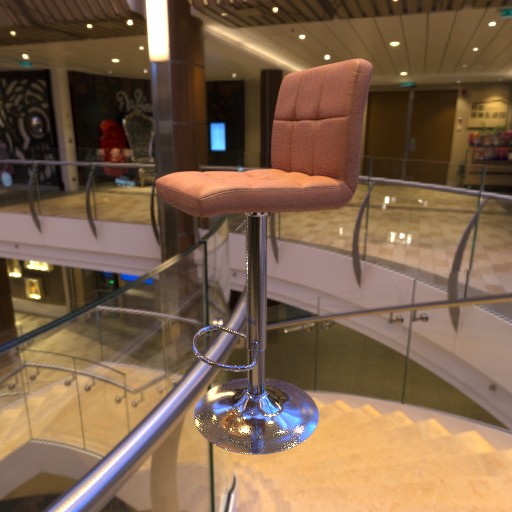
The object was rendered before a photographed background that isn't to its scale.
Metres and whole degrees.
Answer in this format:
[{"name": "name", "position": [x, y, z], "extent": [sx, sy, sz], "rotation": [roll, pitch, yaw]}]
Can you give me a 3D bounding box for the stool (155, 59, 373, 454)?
[{"name": "stool", "position": [0.000, 0.000, 1.369], "extent": [0.505, 1.115, 0.430], "rotation": [-8, 17, -25]}]
